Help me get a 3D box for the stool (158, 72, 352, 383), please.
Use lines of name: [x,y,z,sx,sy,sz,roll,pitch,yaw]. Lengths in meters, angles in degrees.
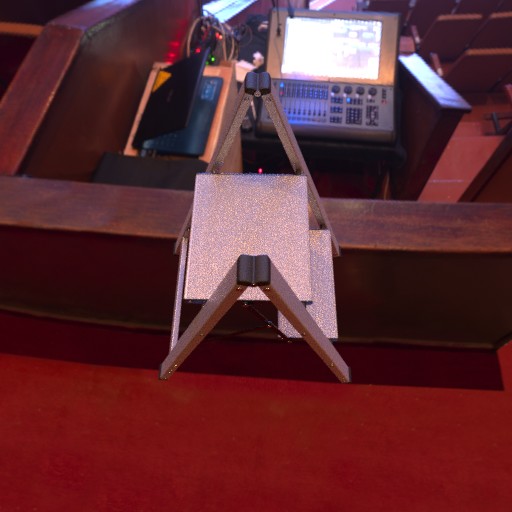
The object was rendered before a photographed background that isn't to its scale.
stool: [0.000,0.000,1.031,0.535,0.670,0.440,1,62,0]
